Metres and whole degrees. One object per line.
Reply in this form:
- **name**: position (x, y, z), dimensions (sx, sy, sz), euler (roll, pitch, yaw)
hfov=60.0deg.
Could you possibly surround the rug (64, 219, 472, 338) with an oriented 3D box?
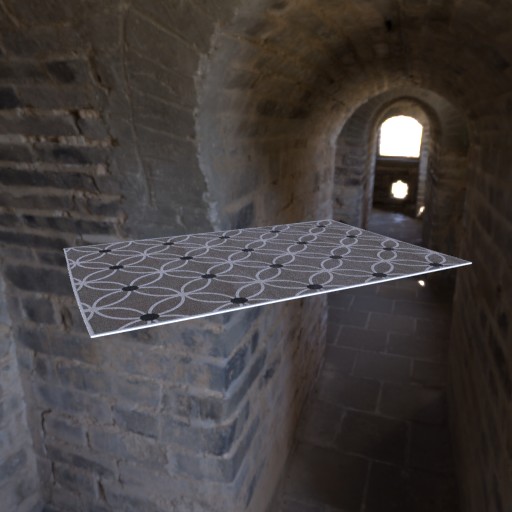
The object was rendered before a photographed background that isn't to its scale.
- **rug**: position (0.000, 0.000, 2.940), dimensions (2.284, 0.008, 1.522), euler (-8, 18, -26)
